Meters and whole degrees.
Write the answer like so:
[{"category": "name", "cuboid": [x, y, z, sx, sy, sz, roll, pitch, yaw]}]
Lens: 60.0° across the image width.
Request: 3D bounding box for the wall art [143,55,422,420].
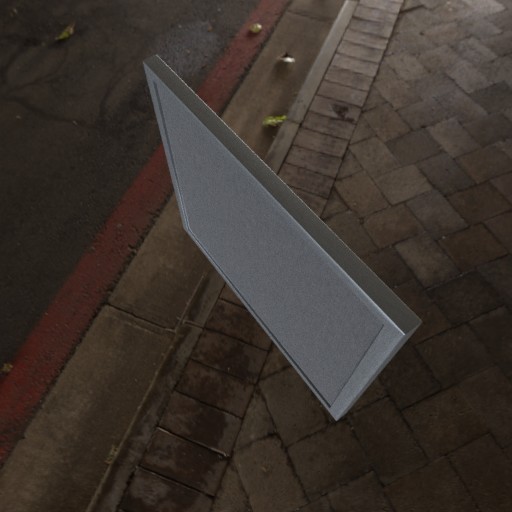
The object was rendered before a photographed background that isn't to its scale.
[{"category": "wall art", "cuboid": [0.000, 0.000, 0.771, 0.028, 0.457, 0.556, -32, 64, -18]}]
